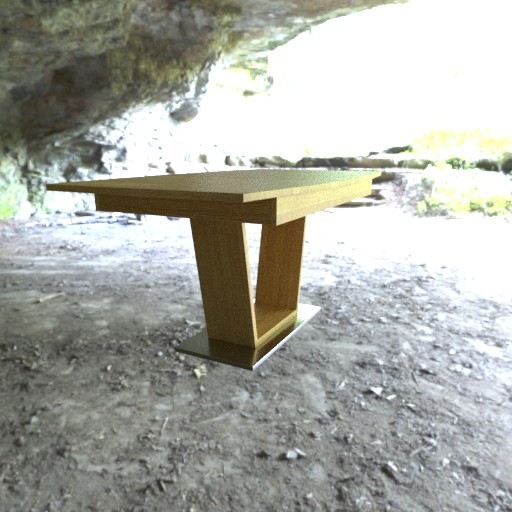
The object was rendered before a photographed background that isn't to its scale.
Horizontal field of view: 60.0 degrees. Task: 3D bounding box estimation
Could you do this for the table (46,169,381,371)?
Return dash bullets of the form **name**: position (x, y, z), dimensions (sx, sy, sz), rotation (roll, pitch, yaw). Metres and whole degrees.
- **table**: position (0.000, 0.000, 2.103), dimensions (0.900, 0.748, 1.598), rotation (7, 15, 27)
